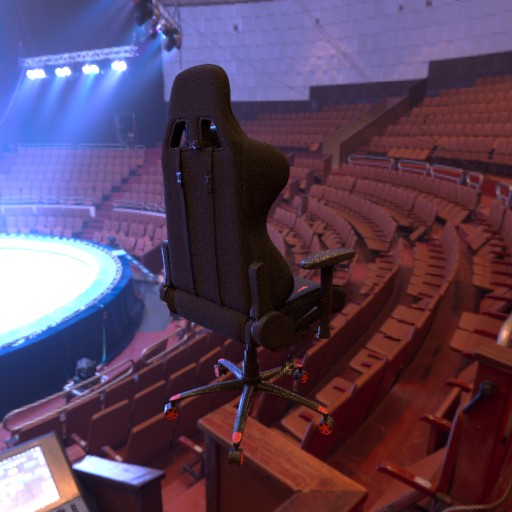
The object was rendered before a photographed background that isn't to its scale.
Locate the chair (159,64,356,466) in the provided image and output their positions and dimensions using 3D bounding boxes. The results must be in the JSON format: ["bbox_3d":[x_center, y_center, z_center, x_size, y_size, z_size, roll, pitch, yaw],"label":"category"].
[{"bbox_3d":[0.000,0.000,1.728,0.695,1.326,0.658,13,19,43],"label":"chair"}]
